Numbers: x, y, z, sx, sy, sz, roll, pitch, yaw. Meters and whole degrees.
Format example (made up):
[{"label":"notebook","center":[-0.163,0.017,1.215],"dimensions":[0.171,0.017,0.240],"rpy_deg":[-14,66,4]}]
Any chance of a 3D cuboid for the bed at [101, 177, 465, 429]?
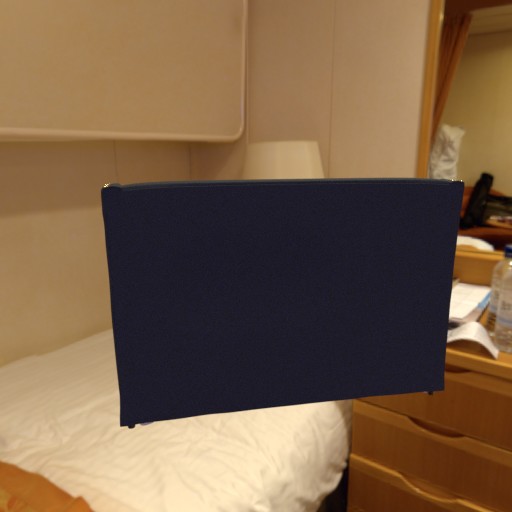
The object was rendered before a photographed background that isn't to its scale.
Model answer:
[{"label":"bed","center":[0.000,0.000,3.460],"dimensions":[1.925,1.332,2.276],"rpy_deg":[-3,14,-10]}]
